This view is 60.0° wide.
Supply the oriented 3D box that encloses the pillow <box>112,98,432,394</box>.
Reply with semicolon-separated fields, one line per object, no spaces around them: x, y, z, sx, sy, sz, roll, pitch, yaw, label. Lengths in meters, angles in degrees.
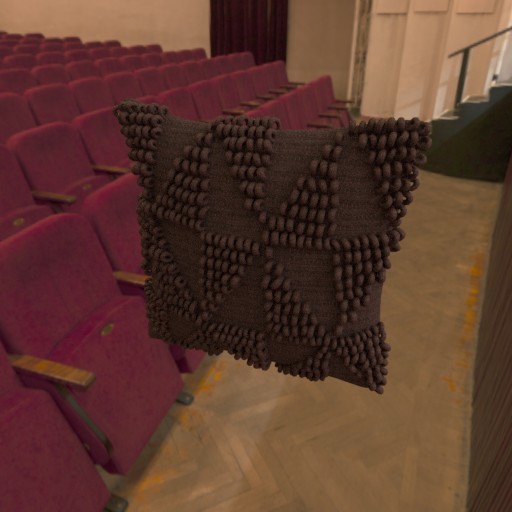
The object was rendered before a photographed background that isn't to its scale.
0.000;0.000;0.722;0.470;0.467;0.172;9;29;17;pillow
